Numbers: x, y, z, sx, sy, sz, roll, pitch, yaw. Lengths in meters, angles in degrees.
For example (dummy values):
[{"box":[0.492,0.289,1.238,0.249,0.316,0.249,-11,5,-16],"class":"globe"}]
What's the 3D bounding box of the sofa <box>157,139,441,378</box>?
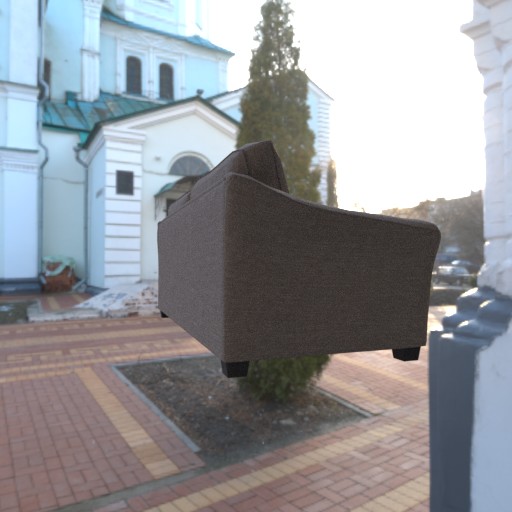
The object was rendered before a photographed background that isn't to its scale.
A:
[{"box":[0.000,0.000,2.800,0.980,0.965,2.270,0,-1,-19],"class":"sofa"}]
